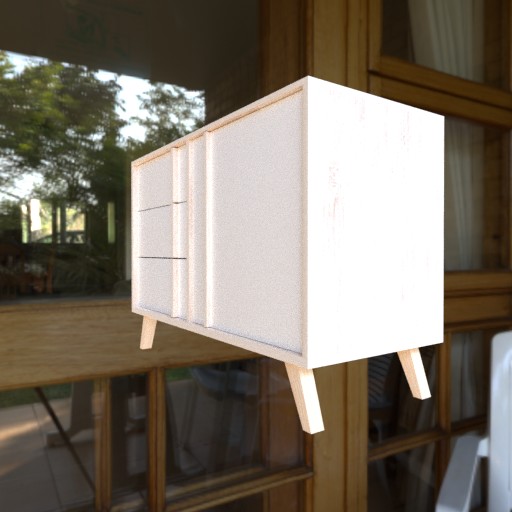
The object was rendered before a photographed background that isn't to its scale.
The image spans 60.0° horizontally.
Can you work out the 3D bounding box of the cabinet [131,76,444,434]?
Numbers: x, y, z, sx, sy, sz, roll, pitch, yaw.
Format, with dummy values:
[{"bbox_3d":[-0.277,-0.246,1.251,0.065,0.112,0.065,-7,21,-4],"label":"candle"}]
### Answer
[{"bbox_3d":[0.000,0.000,1.546,0.500,0.780,1.110,0,1,-35],"label":"cabinet"}]
